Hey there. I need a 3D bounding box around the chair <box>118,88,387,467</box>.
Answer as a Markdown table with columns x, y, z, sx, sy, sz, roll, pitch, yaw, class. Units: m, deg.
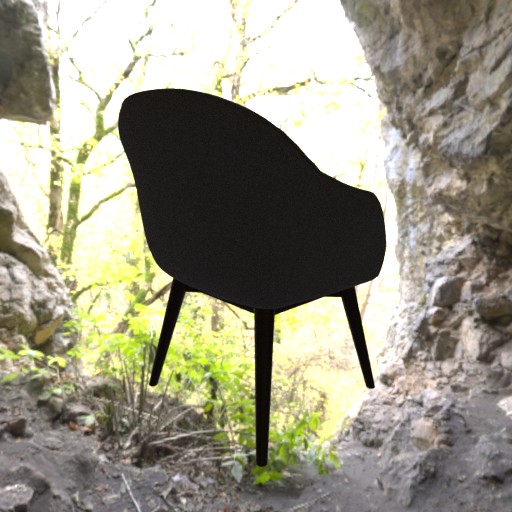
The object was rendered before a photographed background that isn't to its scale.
| x | y | z | sx | sy | sz | roll | pitch | yaw | class |
| --- | --- | --- | --- | --- | --- | --- | --- | --- | --- |
| 0.000 | 0.000 | 1.202 | 0.611 | 0.810 | 0.589 | -14 | 21 | -42 | chair |
